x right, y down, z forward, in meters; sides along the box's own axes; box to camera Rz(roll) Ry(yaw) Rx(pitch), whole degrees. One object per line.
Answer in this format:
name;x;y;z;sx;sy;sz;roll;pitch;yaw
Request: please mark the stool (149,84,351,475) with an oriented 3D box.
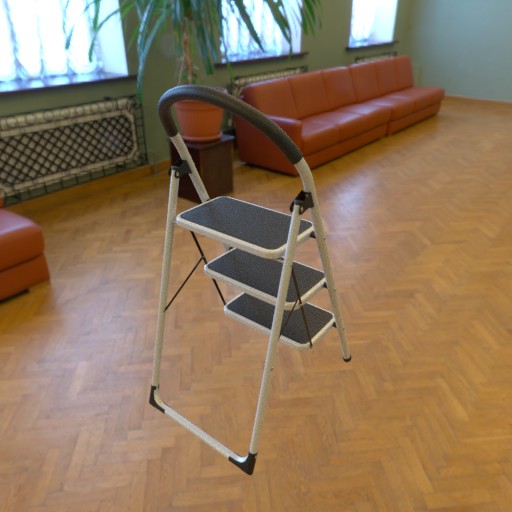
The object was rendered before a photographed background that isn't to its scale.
stool;0.000;0.000;1.458;0.485;1.109;0.676;21;35;32
